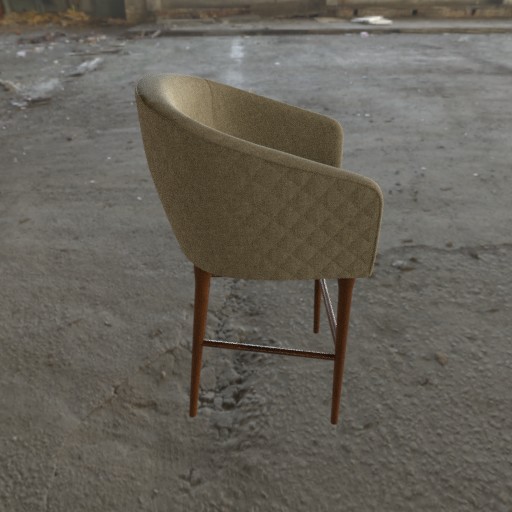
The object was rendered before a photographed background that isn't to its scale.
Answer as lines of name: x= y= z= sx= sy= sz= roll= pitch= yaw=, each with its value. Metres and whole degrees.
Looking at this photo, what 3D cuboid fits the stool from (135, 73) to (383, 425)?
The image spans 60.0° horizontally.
stool: x=0.000 y=0.000 z=1.422 sx=0.607 sy=1.078 sz=0.559 roll=-1 pitch=33 yaw=-1
